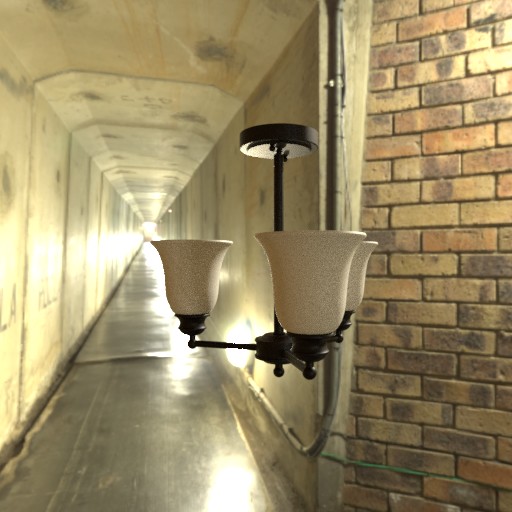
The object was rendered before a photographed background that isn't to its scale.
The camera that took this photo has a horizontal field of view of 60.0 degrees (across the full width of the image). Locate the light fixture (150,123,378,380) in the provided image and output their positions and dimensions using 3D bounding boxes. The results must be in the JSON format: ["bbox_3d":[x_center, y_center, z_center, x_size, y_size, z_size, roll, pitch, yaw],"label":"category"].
[{"bbox_3d":[0.000,0.000,0.690,0.354,0.370,0.388,0,-1,18],"label":"light fixture"}]
